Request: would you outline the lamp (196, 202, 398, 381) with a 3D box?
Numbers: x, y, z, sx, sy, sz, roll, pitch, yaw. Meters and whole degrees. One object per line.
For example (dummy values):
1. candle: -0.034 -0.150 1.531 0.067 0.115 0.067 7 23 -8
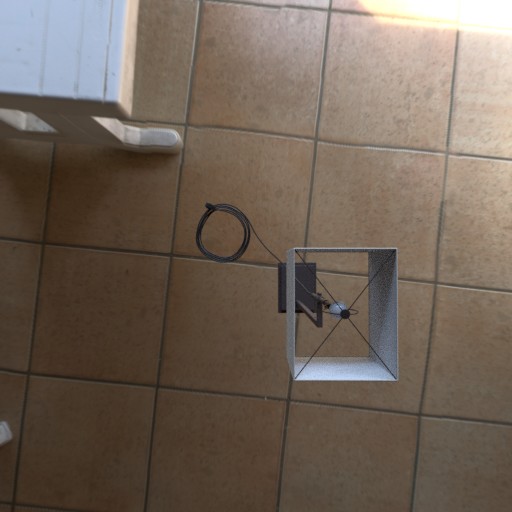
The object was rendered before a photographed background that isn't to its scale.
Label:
1. lamp: 0.000 0.000 1.988 0.774 1.600 0.698 0 89 1
